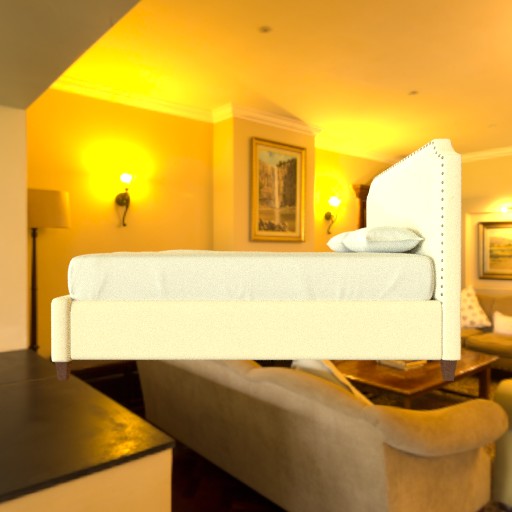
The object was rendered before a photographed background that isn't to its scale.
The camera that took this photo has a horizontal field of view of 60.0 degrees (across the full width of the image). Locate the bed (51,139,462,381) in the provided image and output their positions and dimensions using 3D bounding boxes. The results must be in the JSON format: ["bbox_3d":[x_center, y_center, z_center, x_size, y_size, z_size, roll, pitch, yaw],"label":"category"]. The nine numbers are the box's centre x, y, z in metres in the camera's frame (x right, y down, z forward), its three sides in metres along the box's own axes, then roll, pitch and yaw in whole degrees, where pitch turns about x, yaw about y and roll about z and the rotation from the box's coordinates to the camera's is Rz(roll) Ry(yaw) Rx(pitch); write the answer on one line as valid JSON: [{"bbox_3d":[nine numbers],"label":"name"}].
[{"bbox_3d":[0.000,0.000,3.347,2.329,1.415,1.703,0,1,0],"label":"bed"}]
